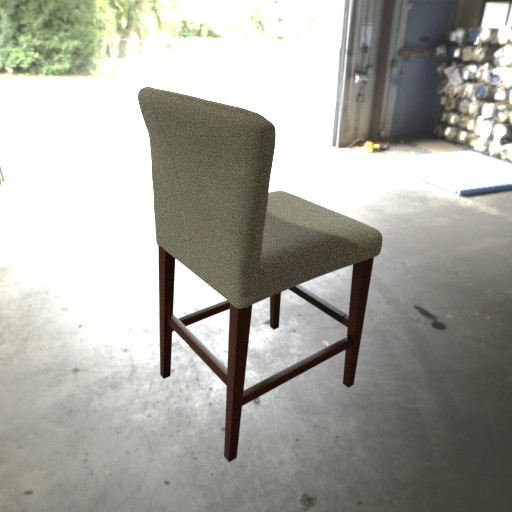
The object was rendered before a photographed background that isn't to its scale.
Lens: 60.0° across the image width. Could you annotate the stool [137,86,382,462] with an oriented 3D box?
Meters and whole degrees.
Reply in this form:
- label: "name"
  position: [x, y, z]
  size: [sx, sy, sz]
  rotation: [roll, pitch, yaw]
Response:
- label: "stool"
  position: [0.000, 0.000, 1.317]
  size: [0.568, 0.969, 0.481]
  rotation: [-18, 32, -32]
